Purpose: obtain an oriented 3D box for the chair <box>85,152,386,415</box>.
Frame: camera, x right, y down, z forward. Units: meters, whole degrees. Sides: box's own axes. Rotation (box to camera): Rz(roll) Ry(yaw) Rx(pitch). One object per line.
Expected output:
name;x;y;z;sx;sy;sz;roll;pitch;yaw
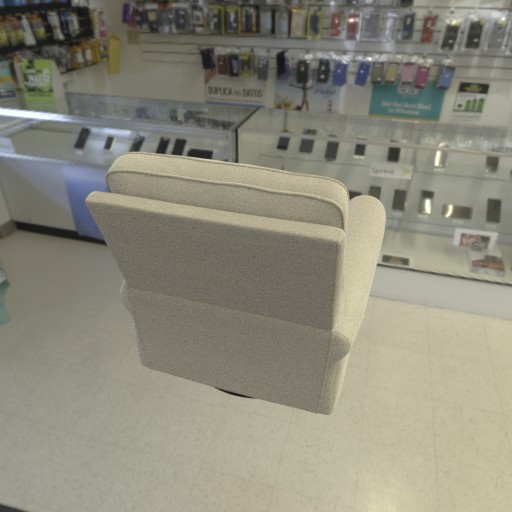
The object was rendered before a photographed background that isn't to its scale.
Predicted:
chair;0.000;0.000;1.678;0.890;0.960;0.878;10;34;15
